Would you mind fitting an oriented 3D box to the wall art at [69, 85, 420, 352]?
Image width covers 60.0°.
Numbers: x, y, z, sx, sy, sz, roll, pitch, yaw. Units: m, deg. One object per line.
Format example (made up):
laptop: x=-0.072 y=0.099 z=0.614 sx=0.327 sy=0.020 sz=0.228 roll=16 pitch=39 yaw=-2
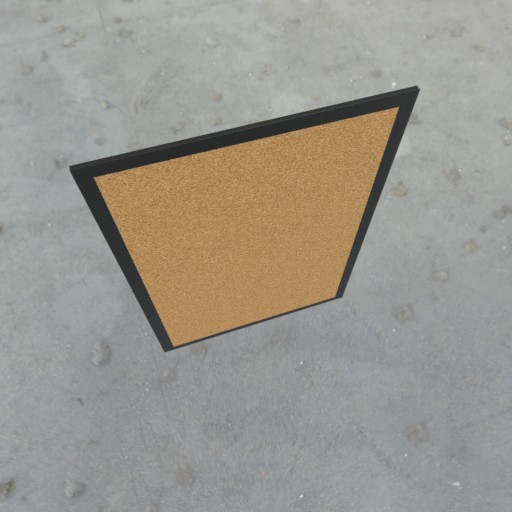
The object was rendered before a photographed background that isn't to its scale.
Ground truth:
wall art: x=0.000 y=0.000 z=1.267 sx=0.707 sy=0.967 sz=0.013 roll=-16 pitch=60 yaw=-9
